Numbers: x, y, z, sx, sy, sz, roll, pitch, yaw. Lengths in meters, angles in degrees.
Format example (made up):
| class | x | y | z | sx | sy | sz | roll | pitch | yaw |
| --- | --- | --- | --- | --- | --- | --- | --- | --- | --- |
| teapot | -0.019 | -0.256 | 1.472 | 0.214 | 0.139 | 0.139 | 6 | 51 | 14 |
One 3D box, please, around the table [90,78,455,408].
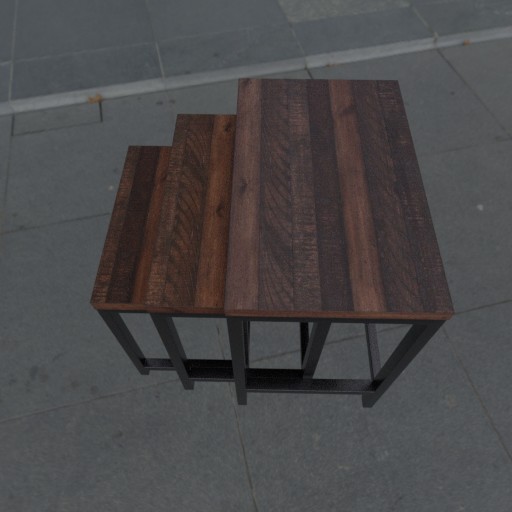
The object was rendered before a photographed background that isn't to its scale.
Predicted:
| class | x | y | z | sx | sy | sz | roll | pitch | yaw |
| --- | --- | --- | --- | --- | --- | --- | --- | --- | --- |
| table | 0.000 | 0.000 | 1.146 | 0.660 | 0.616 | 0.608 | 1 | 57 | 1 |
